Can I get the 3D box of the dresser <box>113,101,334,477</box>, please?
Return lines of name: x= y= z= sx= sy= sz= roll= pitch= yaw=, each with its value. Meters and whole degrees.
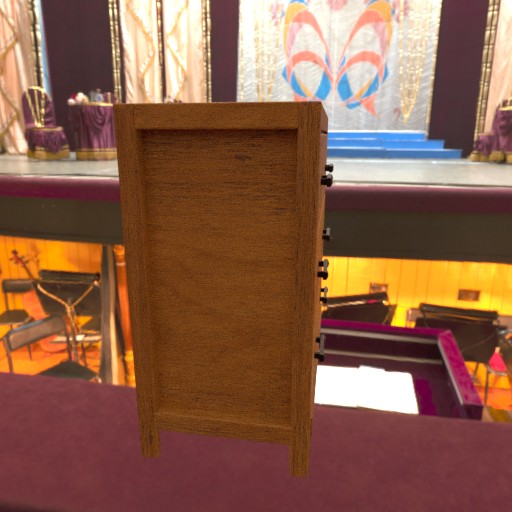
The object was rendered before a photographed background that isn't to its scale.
dresser: x=0.000 y=0.000 z=1.304 sx=0.427 sy=0.804 sz=0.804 roll=3 pitch=15 yaw=9
